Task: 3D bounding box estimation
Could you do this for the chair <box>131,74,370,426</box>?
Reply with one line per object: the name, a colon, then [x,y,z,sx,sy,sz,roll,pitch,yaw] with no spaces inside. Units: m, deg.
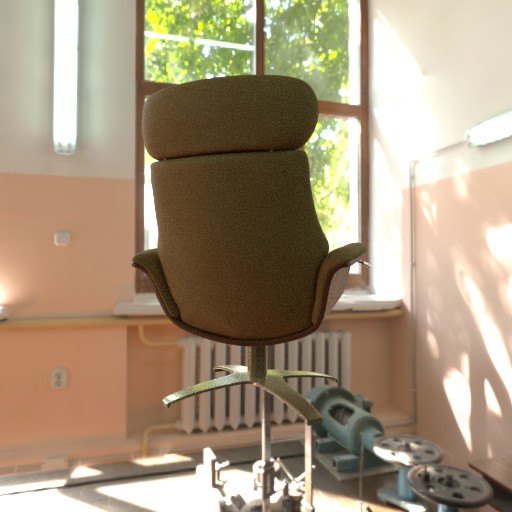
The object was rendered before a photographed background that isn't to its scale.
chair: [0.000,0.000,1.595,0.785,0.995,0.837,0,-1,18]
